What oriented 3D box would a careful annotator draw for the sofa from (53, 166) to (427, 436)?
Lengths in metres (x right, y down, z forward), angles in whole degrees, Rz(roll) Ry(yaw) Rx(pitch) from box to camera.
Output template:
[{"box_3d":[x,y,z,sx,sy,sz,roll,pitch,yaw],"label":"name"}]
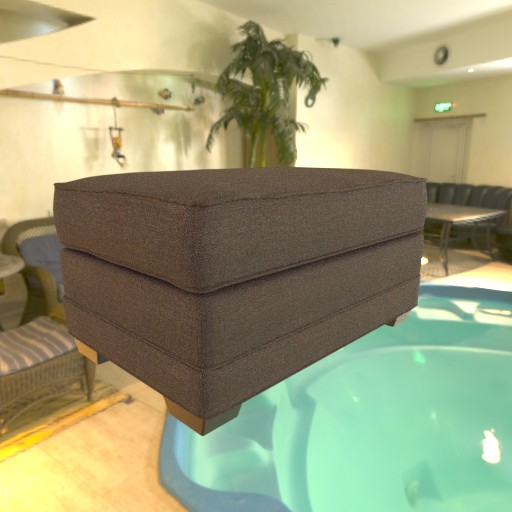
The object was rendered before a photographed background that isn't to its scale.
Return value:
[{"box_3d":[0.000,0.000,1.194,0.578,0.457,0.854,13,18,43],"label":"sofa"}]
